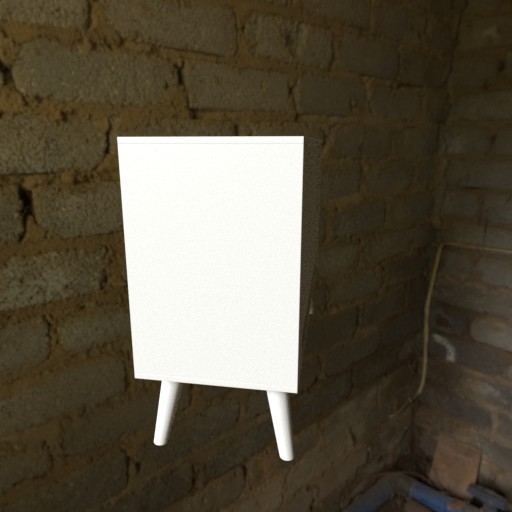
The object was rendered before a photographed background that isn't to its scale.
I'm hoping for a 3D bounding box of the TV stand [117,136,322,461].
[{"bbox_3d":[0.000,0.000,1.599,0.406,0.812,1.193,2,14,10],"label":"TV stand"}]
